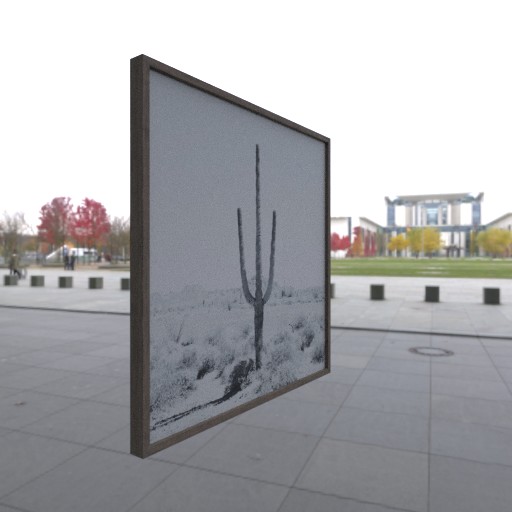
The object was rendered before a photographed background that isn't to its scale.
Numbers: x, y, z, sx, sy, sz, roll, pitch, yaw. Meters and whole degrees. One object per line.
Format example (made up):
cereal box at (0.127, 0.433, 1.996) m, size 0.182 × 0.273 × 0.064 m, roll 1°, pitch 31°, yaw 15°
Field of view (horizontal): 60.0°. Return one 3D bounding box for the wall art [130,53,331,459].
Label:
wall art at (0.000, 0.000, 1.148) m, size 0.038 × 0.762 × 0.762 m, roll 0°, pitch 0°, yaw 37°
